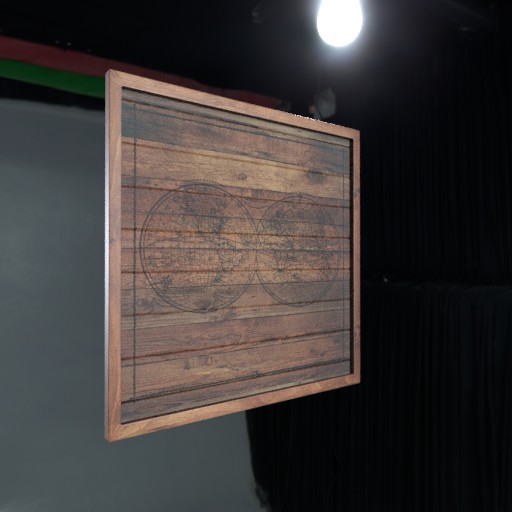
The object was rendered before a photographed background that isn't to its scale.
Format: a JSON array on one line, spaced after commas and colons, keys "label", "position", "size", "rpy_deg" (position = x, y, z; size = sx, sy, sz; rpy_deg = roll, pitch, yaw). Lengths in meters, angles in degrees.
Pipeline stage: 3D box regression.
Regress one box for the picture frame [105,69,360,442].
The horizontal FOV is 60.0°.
[{"label": "picture frame", "position": [0.000, 0.000, 1.214], "size": [0.810, 0.817, 0.029], "rpy_deg": [0, -1, -35]}]
